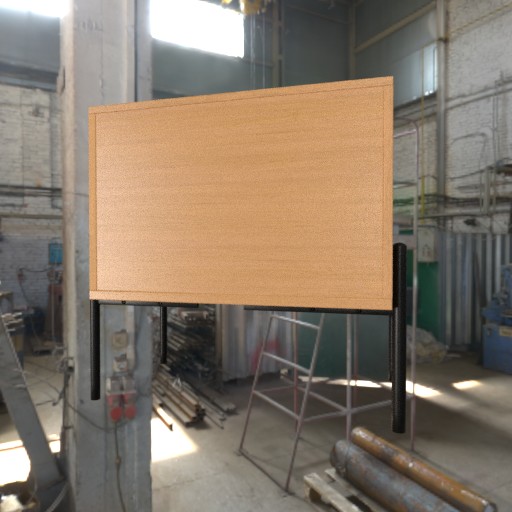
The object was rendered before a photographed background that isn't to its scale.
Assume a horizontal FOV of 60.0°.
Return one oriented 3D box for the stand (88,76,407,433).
[{"bbox_3d":[0.000,0.000,1.003,0.630,0.600,0.400,0,1,16],"label":"stand"}]
